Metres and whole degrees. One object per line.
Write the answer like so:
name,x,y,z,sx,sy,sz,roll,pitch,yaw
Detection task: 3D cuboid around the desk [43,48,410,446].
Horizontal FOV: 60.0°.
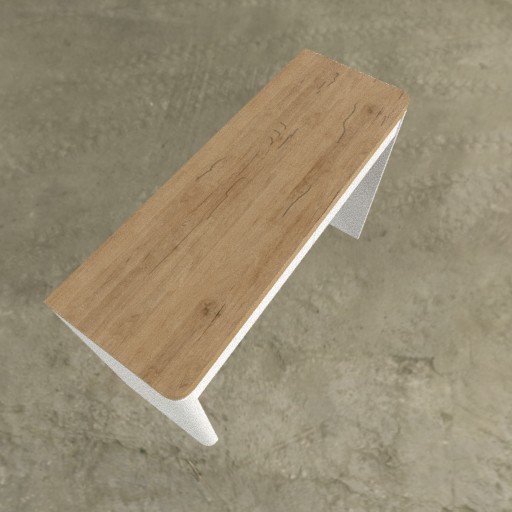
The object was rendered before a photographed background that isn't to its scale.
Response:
desk,0.000,0.000,1.490,0.390,0.760,1.100,31,65,17
